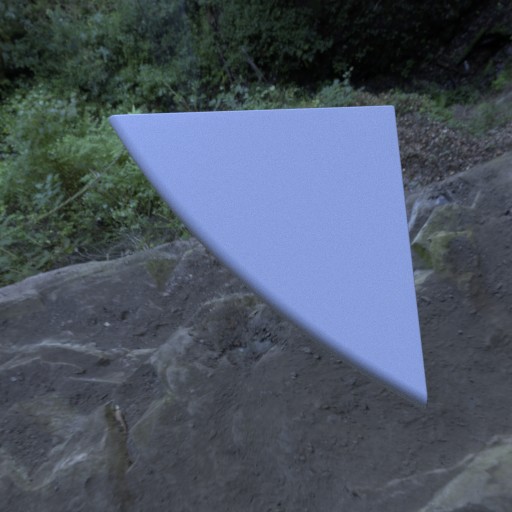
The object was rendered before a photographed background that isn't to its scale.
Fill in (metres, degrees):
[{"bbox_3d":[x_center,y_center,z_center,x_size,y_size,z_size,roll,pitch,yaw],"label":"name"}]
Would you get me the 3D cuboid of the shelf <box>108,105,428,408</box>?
[{"bbox_3d":[0.000,0.000,0.461,0.310,0.050,0.310,-2,76,-1],"label":"shelf"}]
